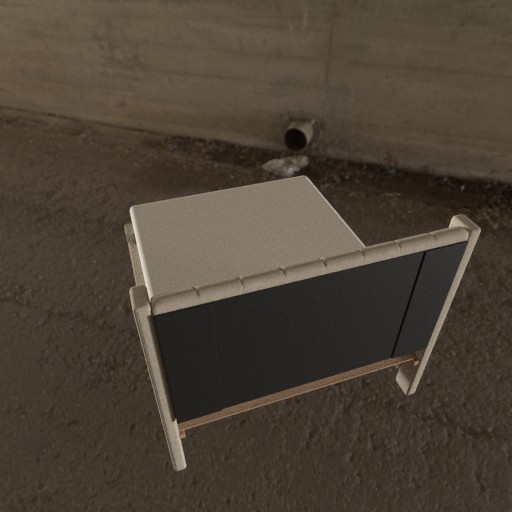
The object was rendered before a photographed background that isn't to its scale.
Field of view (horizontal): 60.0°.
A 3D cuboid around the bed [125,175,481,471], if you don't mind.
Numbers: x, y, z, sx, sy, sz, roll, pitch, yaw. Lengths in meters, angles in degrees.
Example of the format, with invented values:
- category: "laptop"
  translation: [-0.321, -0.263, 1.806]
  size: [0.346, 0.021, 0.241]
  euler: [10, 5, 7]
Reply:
- category: "bed"
  translation: [0.000, 0.000, 3.769]
  size: [2.045, 1.743, 2.370]
  euler: [-12, 42, -14]
